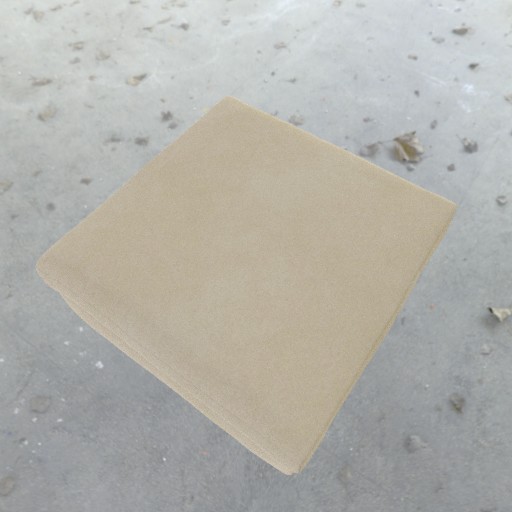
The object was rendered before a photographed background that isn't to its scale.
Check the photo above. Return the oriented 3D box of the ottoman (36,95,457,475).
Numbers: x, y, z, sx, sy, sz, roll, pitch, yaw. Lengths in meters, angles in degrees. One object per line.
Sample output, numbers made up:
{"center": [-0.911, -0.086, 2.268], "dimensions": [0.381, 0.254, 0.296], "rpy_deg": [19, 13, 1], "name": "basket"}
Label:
{"center": [0.000, 0.000, 1.831], "dimensions": [1.190, 0.522, 1.205], "rpy_deg": [31, 63, 18], "name": "ottoman"}
